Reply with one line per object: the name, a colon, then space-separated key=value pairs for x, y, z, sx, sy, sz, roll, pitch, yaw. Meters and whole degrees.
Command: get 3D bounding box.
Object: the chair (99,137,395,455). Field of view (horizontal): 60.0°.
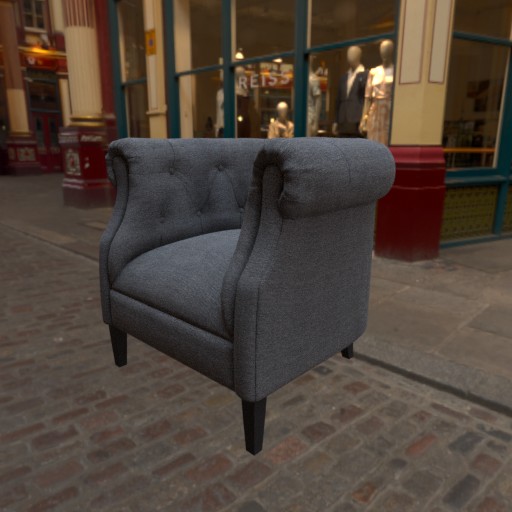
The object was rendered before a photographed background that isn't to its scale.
chair: x=0.000 y=0.000 z=1.592 sx=0.905 sy=0.827 sz=0.852 roll=14 pitch=20 yaw=42
